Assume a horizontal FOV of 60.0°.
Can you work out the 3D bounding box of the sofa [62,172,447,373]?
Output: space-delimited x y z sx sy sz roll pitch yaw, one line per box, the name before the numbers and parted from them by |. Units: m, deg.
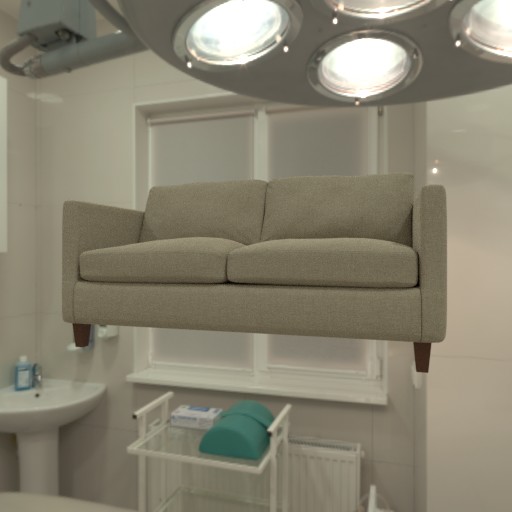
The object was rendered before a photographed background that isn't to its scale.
sofa | 0.000 0.000 2.464 1.884 0.947 0.951 0 0 17
